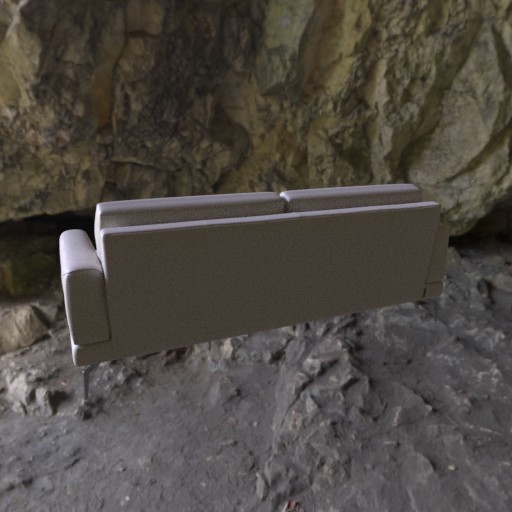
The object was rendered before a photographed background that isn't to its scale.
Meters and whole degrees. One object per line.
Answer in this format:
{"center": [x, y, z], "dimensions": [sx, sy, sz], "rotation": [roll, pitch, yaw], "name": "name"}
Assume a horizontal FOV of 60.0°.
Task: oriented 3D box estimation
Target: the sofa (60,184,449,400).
{"center": [0.000, 0.000, 2.400], "dimensions": [1.940, 0.765, 0.974], "rotation": [-7, 17, -23], "name": "sofa"}
